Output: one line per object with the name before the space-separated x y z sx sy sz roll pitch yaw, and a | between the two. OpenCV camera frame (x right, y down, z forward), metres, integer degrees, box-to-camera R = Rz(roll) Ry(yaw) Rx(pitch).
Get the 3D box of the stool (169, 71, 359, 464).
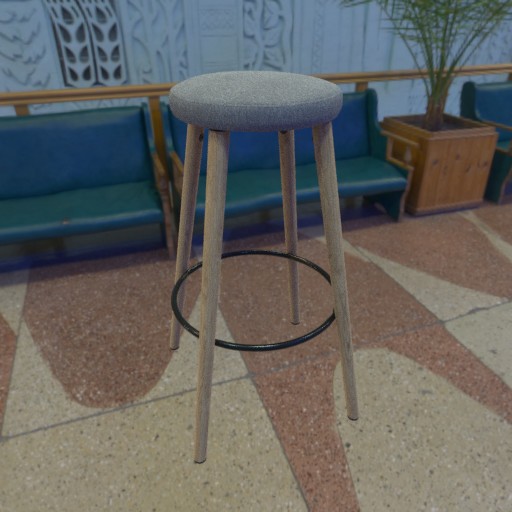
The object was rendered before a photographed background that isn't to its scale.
stool | 0.000 0.000 1.004 0.410 0.770 0.410 -9 32 -15
